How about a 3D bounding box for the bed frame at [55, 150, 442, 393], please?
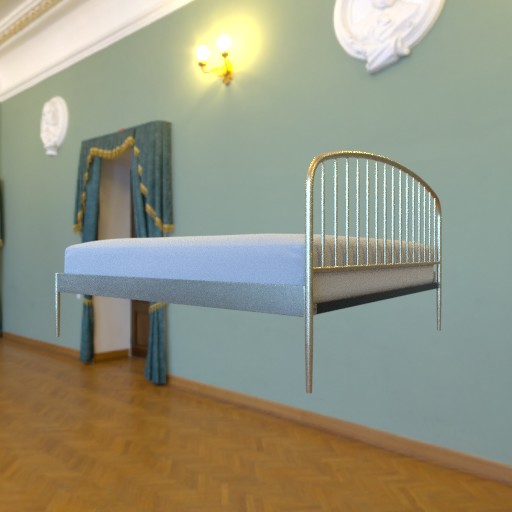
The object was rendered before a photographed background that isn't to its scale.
[{"bbox_3d":[0.000,0.000,3.358,2.152,1.174,2.016,0,0,38],"label":"bed frame"}]
